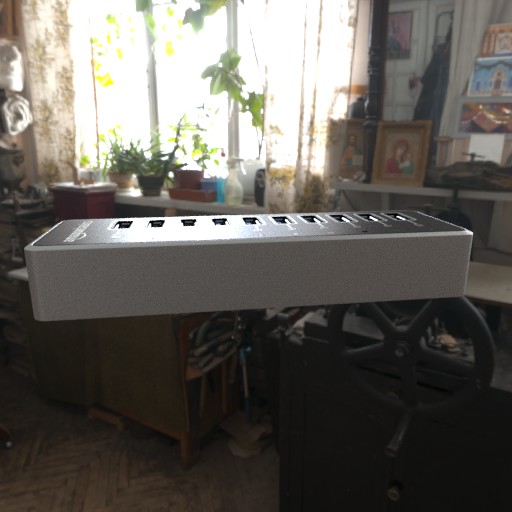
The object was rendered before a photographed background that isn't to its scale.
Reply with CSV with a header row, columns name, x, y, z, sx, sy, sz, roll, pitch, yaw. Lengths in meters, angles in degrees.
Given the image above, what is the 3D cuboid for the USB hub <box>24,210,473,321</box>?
name,x,y,z,sx,sy,sz,roll,pitch,yaw
USB hub,0.000,0.000,0.162,0.145,0.023,0.044,-2,16,-8
